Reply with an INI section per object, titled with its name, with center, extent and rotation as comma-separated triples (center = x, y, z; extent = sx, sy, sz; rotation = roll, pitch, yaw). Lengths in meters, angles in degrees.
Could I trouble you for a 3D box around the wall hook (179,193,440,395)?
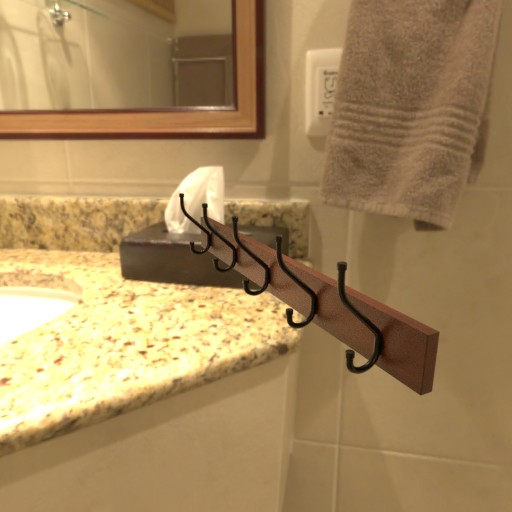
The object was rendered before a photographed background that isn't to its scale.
[wall hook]
center = 0.000, 0.000, 0.614
extent = 0.071, 0.117, 0.571
rotation = -8, 18, -25
